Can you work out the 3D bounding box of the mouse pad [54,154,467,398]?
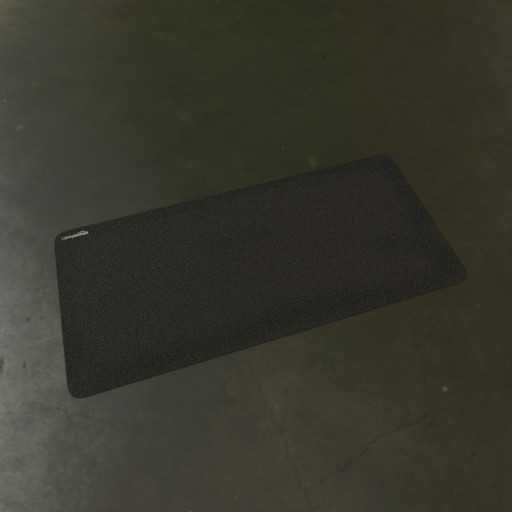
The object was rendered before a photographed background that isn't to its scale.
[{"bbox_3d":[0.000,0.000,1.050,0.907,0.003,0.424,-15,59,-9],"label":"mouse pad"}]
